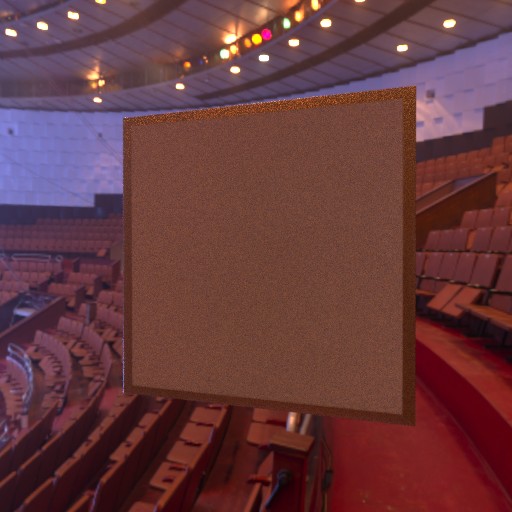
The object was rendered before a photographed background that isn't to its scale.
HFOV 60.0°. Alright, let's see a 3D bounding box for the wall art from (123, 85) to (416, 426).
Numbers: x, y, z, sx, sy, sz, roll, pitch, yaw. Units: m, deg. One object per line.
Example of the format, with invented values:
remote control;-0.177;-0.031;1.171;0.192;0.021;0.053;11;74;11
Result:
wall art;0.000;0.000;1.124;0.762;0.760;0.037;0;1;18
